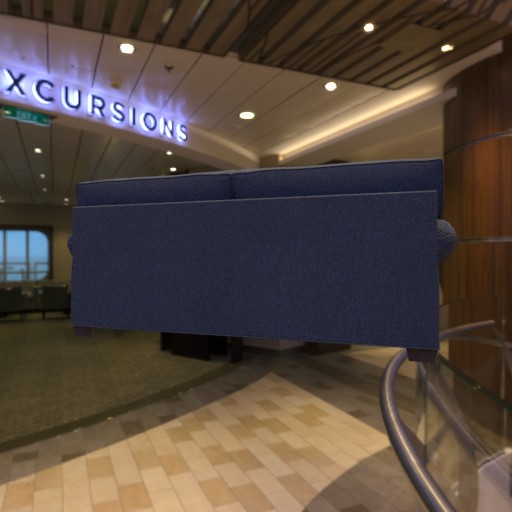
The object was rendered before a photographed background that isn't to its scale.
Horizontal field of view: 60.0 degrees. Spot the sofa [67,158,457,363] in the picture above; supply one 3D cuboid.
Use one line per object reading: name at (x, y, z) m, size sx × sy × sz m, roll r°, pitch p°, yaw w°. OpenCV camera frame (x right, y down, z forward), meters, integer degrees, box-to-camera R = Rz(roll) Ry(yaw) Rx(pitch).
sofa at (0.000, 0.000, 2.904) m, size 2.391 × 1.026 × 0.954 m, roll 0°, pitch 0°, yaw 20°
